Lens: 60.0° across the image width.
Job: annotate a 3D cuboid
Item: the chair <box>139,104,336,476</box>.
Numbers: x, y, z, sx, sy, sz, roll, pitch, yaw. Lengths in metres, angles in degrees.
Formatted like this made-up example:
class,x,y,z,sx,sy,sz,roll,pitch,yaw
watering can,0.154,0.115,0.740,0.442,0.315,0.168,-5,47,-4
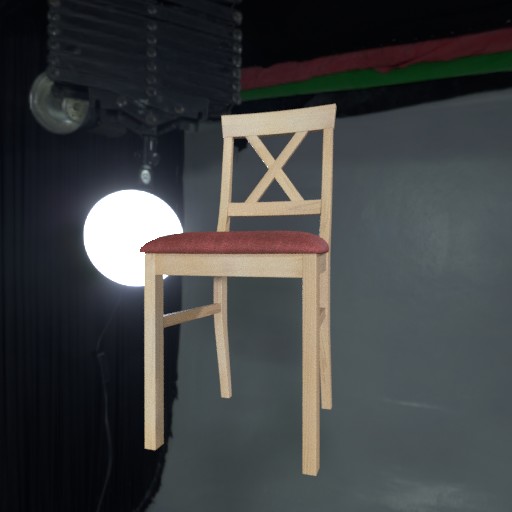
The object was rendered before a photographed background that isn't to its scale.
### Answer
class,x,y,z,sx,sy,sz,roll,pitch,yaw
chair,0.000,0.000,1.188,0.439,0.912,0.492,0,1,18
